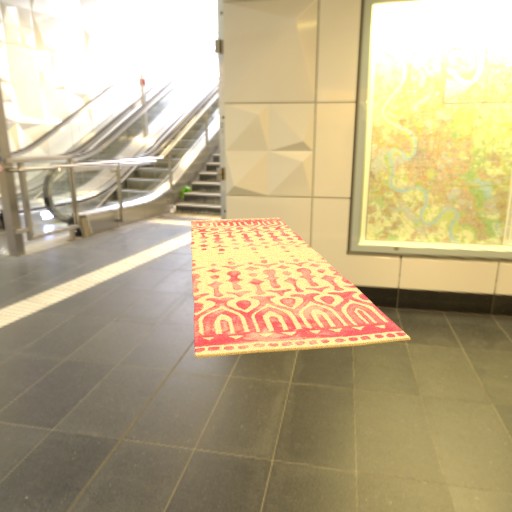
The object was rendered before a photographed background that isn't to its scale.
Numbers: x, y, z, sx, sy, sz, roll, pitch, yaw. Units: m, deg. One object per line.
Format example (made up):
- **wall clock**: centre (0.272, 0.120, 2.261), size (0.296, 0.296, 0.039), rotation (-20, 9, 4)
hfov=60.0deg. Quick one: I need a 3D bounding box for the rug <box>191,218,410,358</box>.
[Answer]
- **rug**: centre (0.000, 0.000, 2.701), size (0.787, 0.011, 2.458), rotation (-2, 15, -8)
